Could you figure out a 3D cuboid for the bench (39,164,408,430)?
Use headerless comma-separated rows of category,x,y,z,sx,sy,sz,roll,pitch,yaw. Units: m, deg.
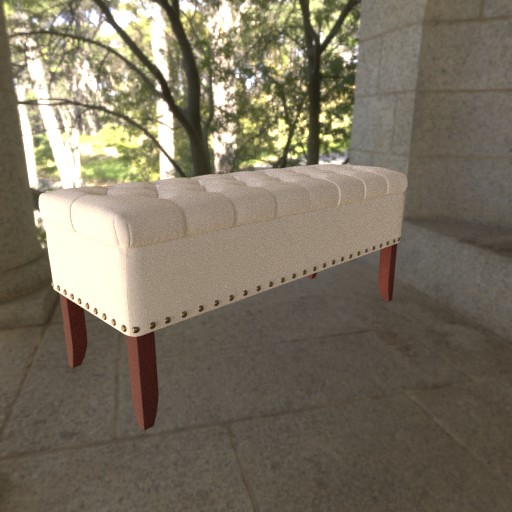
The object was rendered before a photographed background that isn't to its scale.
bench,0.000,0.000,1.303,1.054,0.470,0.400,-16,22,-43
